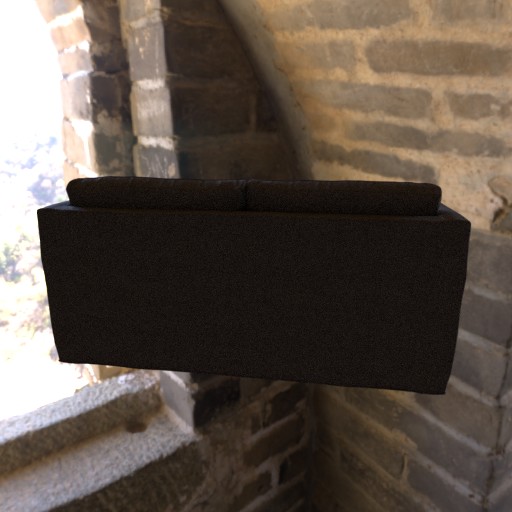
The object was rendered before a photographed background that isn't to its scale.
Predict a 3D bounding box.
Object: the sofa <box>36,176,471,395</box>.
[{"bbox_3d":[0.000,0.000,2.289,1.802,0.854,0.974,2,16,9],"label":"sofa"}]
